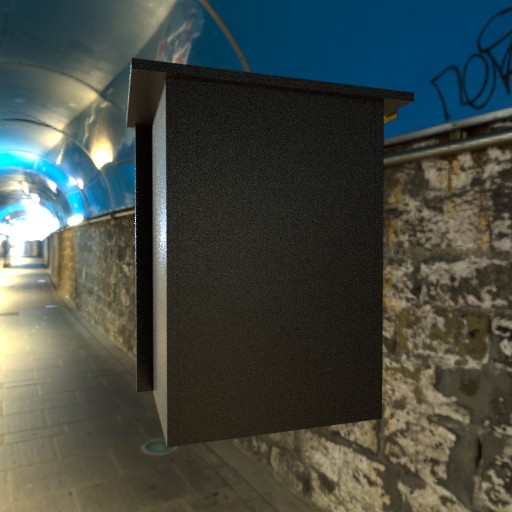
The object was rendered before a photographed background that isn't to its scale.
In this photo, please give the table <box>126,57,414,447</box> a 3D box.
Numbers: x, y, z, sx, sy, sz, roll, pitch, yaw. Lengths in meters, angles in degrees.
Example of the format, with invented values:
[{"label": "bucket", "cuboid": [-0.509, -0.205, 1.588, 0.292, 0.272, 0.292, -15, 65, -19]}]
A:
[{"label": "table", "cuboid": [0.000, 0.000, 1.071, 0.589, 0.711, 0.408, 0, 1, -17]}]
